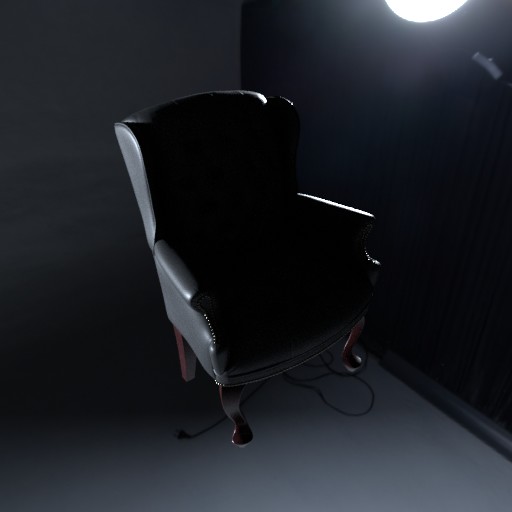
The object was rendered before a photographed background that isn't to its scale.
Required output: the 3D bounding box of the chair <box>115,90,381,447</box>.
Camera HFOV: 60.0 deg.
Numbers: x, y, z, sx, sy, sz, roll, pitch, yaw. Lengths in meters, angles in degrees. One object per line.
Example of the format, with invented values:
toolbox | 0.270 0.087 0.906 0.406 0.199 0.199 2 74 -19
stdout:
chair | 0.000 0.000 1.706 0.838 1.111 0.762 -22 38 -32
